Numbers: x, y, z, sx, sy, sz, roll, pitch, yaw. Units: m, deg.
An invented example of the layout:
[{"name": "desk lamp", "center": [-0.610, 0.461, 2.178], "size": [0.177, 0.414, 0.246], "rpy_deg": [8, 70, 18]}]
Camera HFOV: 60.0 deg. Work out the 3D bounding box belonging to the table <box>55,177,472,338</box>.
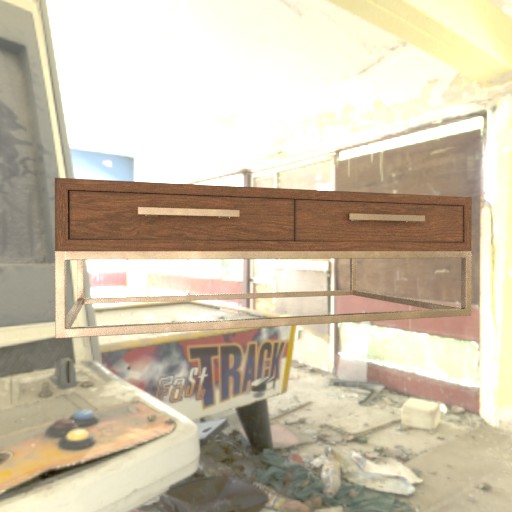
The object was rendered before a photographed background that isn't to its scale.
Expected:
[{"name": "table", "center": [0.000, 0.000, 1.494], "size": [1.167, 0.361, 0.719], "rpy_deg": [0, 1, -18]}]
